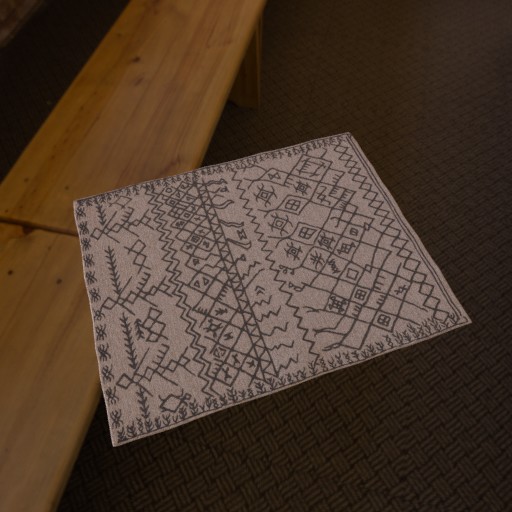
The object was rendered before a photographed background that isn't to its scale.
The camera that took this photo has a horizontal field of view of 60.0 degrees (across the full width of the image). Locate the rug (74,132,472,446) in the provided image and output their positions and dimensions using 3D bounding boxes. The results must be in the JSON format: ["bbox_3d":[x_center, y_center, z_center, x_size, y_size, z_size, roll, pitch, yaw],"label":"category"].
[{"bbox_3d":[0.000,0.000,3.283,2.455,0.025,1.964,-16,59,-10],"label":"rug"}]
